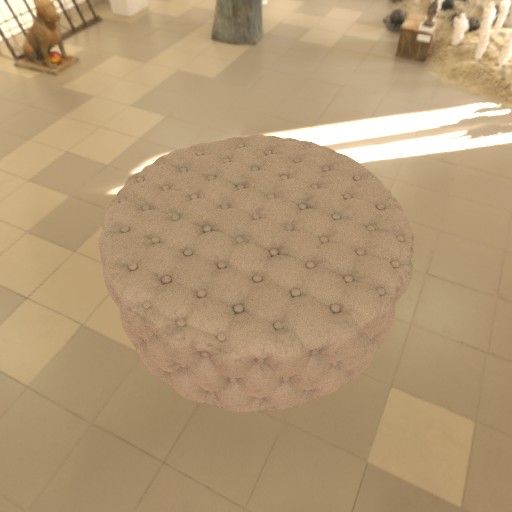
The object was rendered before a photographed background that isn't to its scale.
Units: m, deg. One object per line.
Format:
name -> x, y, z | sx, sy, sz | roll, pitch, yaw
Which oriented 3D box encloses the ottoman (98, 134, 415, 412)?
ottoman -> 0.000, 0.000, 1.530 | 0.998, 0.399, 0.998 | 0, 48, 0
